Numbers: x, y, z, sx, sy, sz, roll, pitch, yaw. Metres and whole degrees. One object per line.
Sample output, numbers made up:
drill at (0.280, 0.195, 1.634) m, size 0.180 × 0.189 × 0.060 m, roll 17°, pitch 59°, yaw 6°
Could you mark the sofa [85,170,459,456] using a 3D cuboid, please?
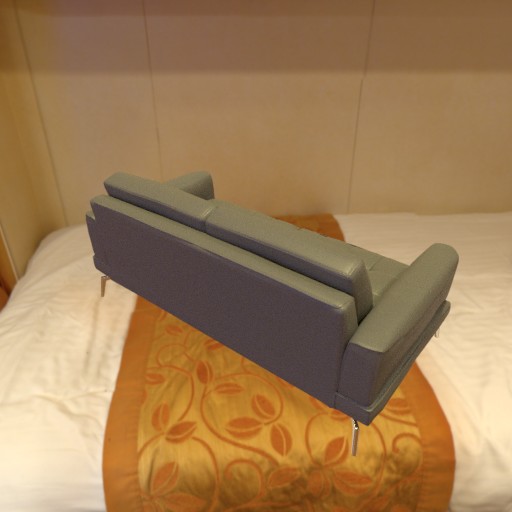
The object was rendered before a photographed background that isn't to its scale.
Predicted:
sofa at (0.000, 0.000, 2.788) m, size 2.177 × 0.930 × 1.121 m, roll 22°, pitch 37°, yaw 33°
